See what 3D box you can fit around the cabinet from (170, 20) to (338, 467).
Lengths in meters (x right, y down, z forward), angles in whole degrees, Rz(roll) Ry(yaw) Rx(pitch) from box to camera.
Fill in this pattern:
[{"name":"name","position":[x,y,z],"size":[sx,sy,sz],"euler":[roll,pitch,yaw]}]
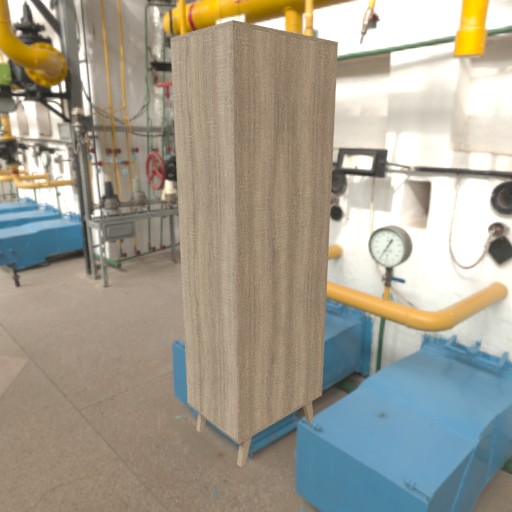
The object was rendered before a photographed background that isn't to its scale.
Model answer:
[{"name":"cabinet","position":[0.000,0.000,2.077],"size":[0.570,1.850,0.400],"euler":[-14,21,-40]}]
